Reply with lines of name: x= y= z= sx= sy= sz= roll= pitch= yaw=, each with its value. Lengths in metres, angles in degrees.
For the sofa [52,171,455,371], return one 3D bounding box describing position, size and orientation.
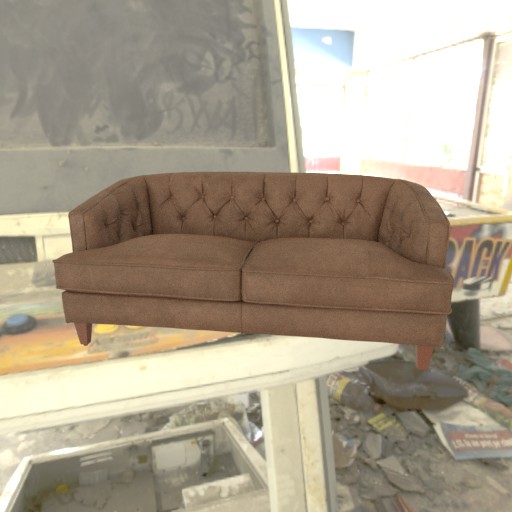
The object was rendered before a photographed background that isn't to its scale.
sofa: x=0.000 y=0.000 z=2.306 sx=1.767 sy=0.799 sz=0.917 roll=2 pitch=15 yaw=9
